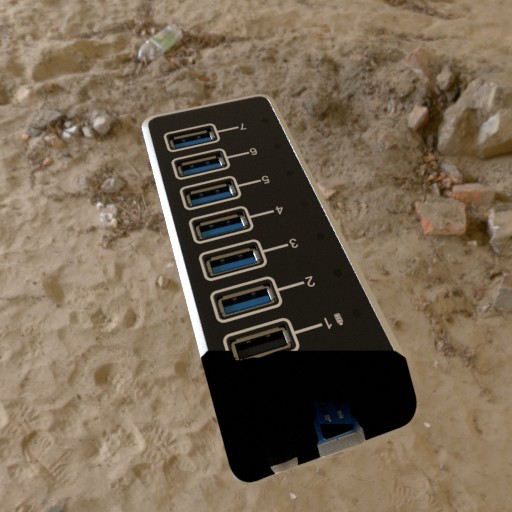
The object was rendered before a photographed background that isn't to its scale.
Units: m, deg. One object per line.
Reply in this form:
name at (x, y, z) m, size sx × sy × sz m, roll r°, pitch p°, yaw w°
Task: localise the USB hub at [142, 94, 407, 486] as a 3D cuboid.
USB hub at (0.000, 0.000, 0.127) m, size 0.044 × 0.023 × 0.110 m, roll -15°, pitch 59°, yaw -9°
